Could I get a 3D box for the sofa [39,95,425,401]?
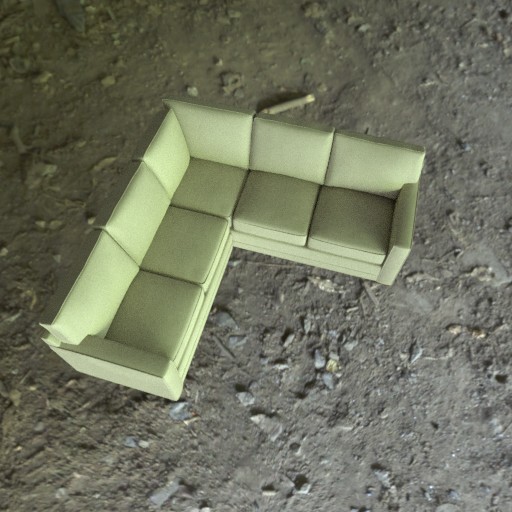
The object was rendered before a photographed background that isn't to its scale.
[{"bbox_3d":[0.000,0.000,3.337,2.189,0.939,2.182,14,60,8],"label":"sofa"}]
